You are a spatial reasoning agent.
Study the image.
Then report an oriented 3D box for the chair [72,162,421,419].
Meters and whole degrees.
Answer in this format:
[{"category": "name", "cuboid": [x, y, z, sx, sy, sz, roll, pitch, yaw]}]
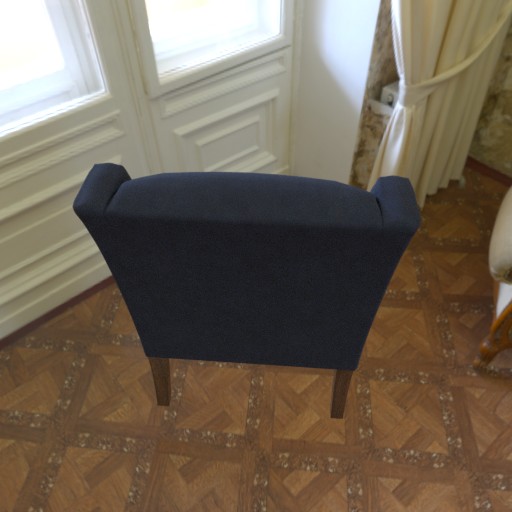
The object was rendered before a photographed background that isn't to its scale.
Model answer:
[{"category": "chair", "cuboid": [0.000, 0.000, 1.286, 0.629, 0.895, 0.629, 3, 47, 3]}]
